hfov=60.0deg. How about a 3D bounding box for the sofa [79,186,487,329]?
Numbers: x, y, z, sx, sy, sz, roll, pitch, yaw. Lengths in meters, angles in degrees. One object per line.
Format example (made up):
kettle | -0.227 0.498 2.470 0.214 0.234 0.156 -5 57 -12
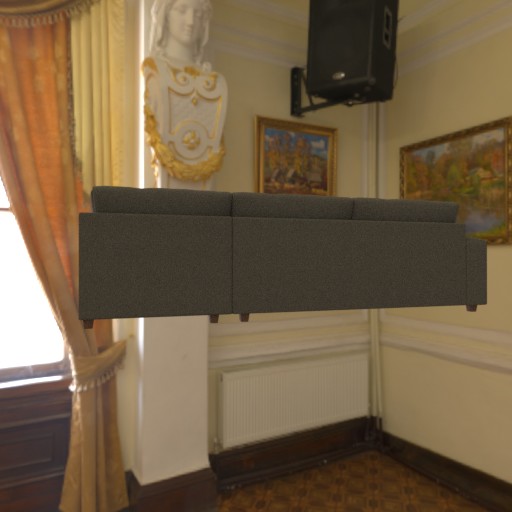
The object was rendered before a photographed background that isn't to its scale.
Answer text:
sofa | 0.000 0.000 4.705 3.277 0.965 2.895 0 0 -17
